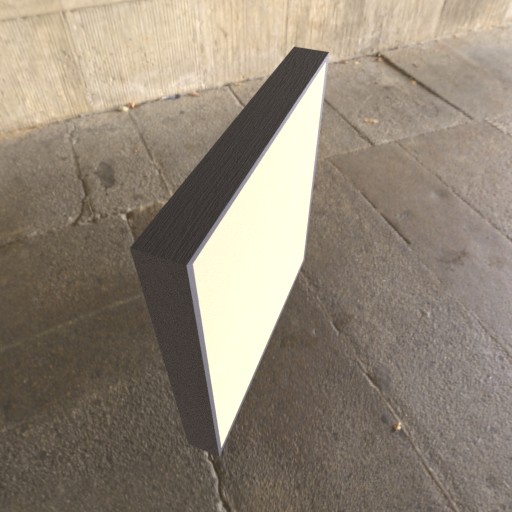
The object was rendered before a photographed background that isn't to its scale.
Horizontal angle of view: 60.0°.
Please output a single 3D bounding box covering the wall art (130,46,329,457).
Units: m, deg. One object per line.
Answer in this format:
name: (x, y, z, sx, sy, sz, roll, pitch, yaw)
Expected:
wall art: (0.000, 0.000, 0.454, 0.036, 0.300, 0.302, 16, 49, 14)
